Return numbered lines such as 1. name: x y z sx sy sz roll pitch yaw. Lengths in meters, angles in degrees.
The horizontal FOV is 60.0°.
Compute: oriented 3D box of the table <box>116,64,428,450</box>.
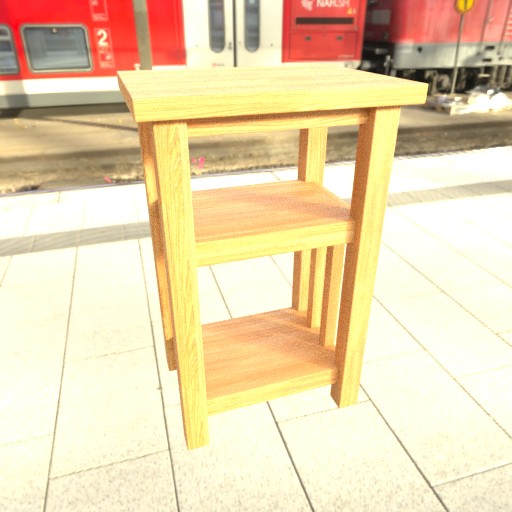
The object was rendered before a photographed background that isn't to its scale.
1. table: 0.000 0.000 0.729 0.350 0.550 0.270 -9 30 -16
